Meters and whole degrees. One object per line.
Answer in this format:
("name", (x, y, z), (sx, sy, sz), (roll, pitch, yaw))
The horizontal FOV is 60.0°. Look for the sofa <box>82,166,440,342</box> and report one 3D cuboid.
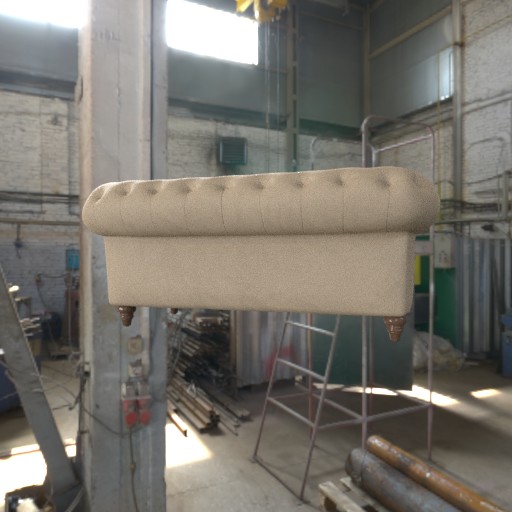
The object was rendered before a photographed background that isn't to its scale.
("sofa", (0.000, 0.000, 2.565), (1.988, 0.835, 1.069), (0, 0, 18))
